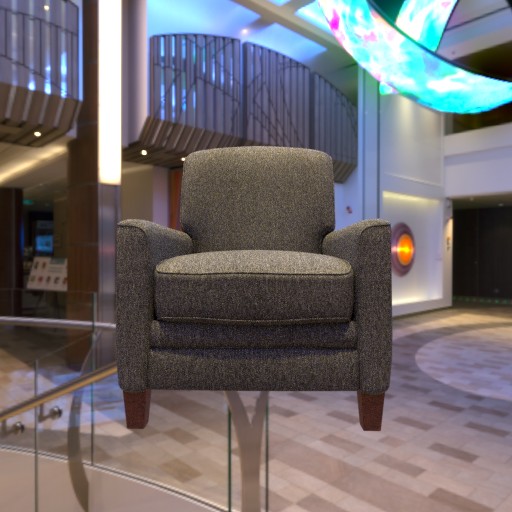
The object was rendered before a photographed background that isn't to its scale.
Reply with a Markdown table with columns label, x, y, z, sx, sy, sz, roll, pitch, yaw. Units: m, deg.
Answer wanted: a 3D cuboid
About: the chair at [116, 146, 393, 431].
| label | x | y | z | sx | sy | sz | roll | pitch | yaw |
| --- | --- | --- | --- | --- | --- | --- | --- | --- | --- |
| chair | 0.000 | 0.000 | 1.664 | 0.848 | 1.014 | 0.864 | 0 | 0 | 1 |
